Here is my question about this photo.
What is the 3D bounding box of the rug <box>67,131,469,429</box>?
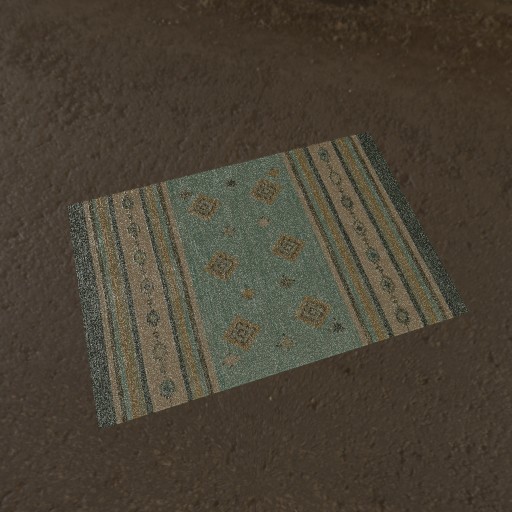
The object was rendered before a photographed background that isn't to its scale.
[{"bbox_3d":[0.000,0.000,2.315,1.811,0.010,1.212,-16,64,-8],"label":"rug"}]
